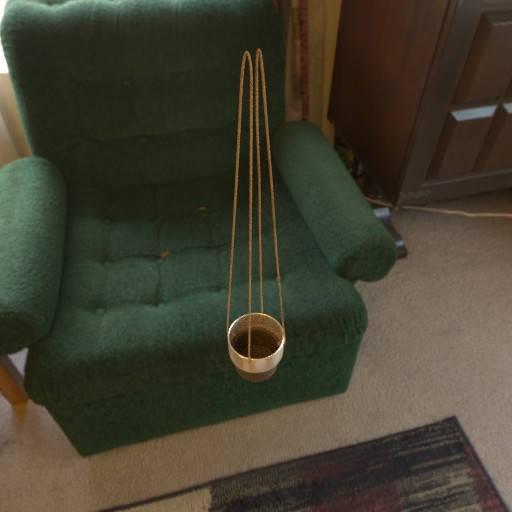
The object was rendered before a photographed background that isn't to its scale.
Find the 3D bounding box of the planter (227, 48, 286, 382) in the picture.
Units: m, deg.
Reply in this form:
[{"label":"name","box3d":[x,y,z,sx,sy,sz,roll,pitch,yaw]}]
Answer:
[{"label":"planter","box3d":[0.000,0.000,1.193,0.187,1.073,0.187,-24,50,-22]}]
